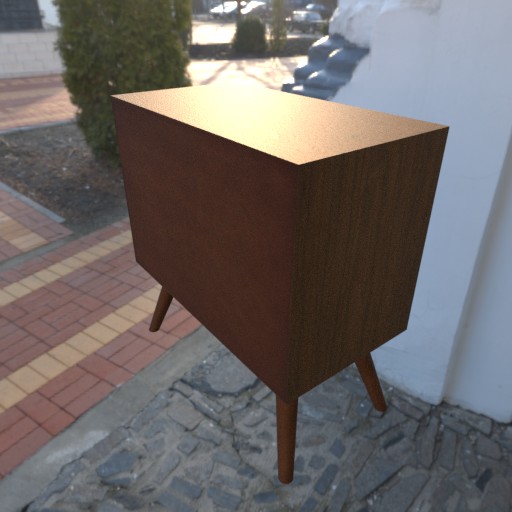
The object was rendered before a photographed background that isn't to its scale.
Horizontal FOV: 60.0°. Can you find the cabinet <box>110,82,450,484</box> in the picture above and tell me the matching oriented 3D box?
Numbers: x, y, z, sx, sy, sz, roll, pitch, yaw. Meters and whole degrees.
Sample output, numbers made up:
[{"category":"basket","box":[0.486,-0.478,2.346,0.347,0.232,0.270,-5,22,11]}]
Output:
[{"category":"cabinet","box":[0.000,0.000,1.163,0.388,0.748,0.712,-21,35,-32]}]
